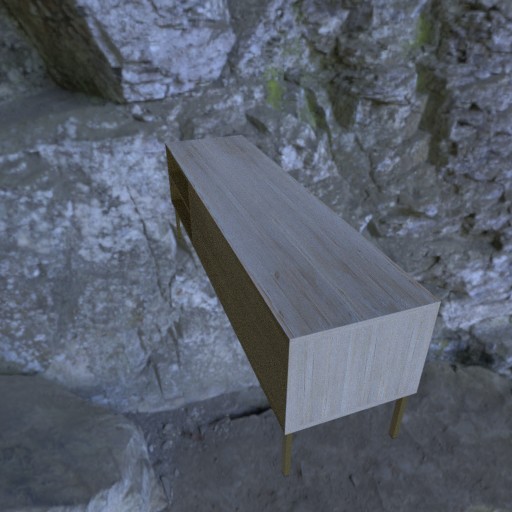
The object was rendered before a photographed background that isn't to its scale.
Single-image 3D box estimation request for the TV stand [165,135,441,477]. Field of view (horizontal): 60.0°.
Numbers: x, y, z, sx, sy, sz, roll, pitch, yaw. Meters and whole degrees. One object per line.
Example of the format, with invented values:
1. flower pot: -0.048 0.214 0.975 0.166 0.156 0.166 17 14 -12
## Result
1. TV stand: 0.000 0.000 1.853 0.420 0.550 1.600 -11 33 -17
